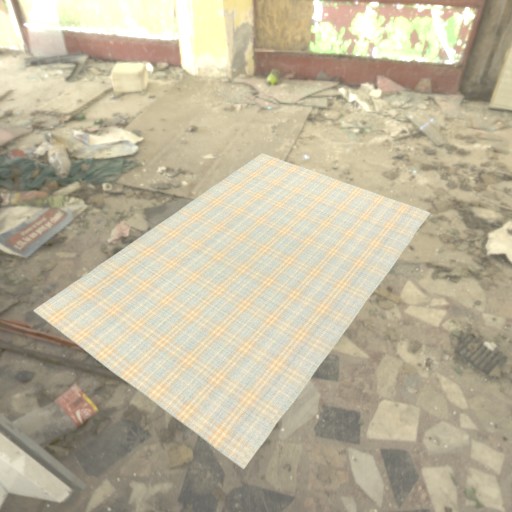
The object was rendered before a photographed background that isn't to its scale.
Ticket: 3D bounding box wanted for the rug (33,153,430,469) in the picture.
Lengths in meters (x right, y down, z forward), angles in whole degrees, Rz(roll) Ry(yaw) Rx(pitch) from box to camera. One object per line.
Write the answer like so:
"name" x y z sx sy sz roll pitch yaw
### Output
"rug" 0.000 0.000 2.333 1.231 0.012 1.835 26 48 26
